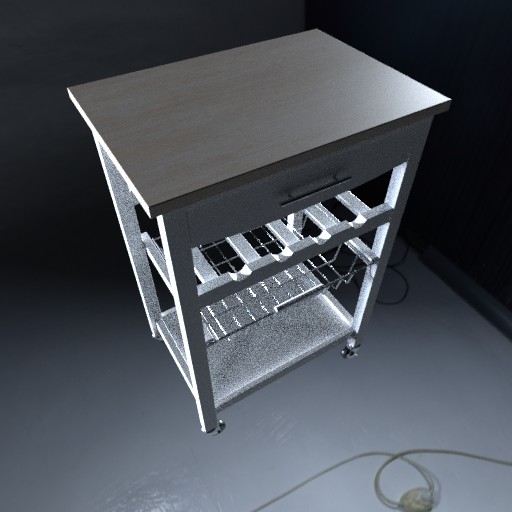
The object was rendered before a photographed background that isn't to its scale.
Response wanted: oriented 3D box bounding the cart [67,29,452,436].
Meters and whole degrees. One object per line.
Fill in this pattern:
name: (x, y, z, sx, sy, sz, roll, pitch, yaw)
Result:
cart: (0.000, 0.000, 1.119, 0.578, 0.857, 0.406, -24, 51, -21)
